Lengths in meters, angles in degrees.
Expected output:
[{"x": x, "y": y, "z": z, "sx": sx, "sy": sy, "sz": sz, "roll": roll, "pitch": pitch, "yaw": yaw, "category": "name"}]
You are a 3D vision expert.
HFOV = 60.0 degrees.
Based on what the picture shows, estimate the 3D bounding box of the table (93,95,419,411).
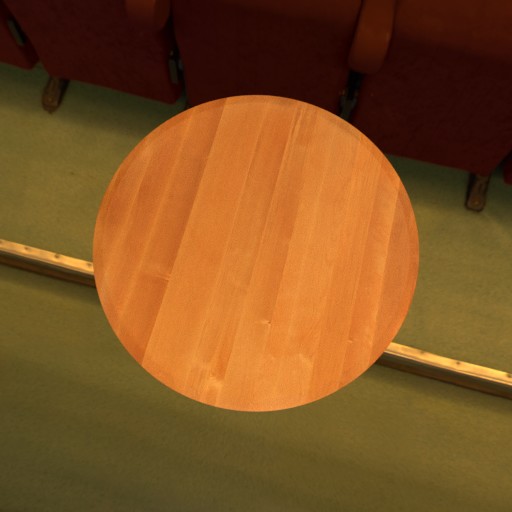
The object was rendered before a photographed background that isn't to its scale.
[{"x": 0.000, "y": 0.000, "z": 1.413, "sx": 0.900, "sy": 0.400, "sz": 0.900, "roll": 0, "pitch": 77, "yaw": 0, "category": "table"}]
